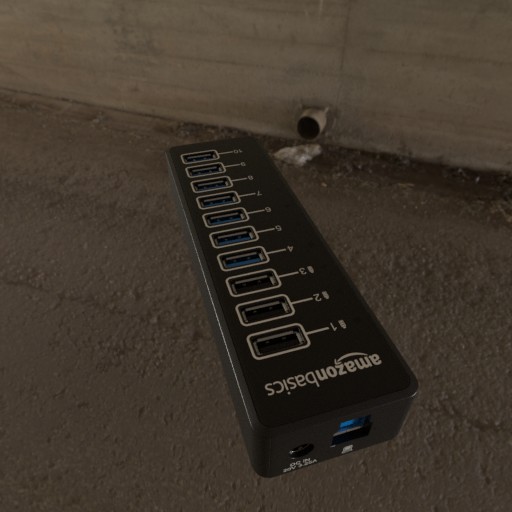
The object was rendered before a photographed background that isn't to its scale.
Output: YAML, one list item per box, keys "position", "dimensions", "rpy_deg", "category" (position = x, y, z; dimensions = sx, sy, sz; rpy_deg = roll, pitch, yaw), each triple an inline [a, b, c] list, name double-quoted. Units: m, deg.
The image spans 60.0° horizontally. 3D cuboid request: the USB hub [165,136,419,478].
- position: [0.000, 0.000, 0.164]
  dimensions: [0.044, 0.023, 0.145]
  rpy_deg: [-12, 43, -13]
  category: "USB hub"
